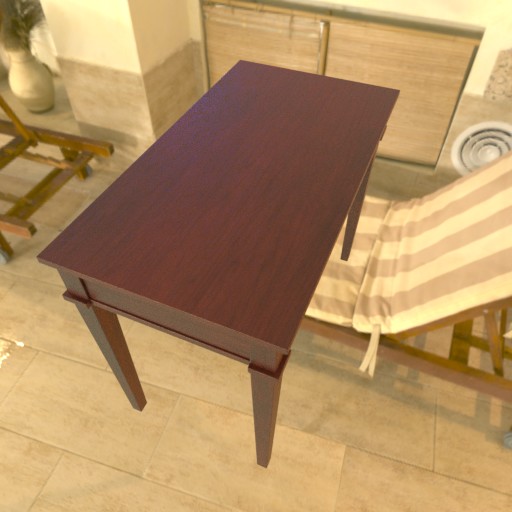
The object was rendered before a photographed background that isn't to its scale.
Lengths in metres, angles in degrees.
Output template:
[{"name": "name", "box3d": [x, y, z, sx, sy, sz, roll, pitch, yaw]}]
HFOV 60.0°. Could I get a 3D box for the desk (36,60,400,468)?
[{"name": "desk", "box3d": [0.000, 0.000, 1.422, 0.549, 0.762, 1.001, 18, 50, 15]}]
